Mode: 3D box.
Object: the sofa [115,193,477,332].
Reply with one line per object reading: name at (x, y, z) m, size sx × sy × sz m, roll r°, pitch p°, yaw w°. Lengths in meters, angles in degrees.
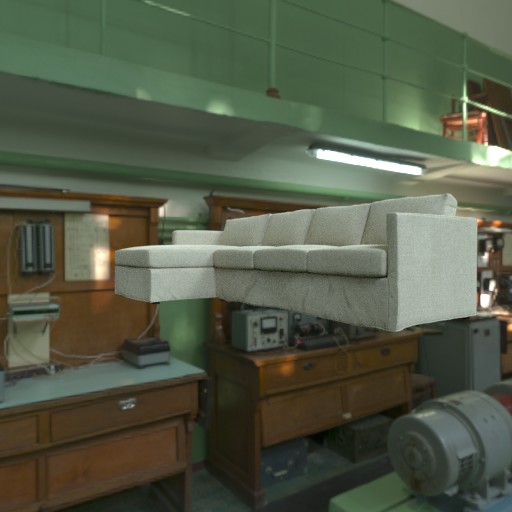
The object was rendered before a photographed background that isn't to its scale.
sofa at (0.000, 0.000, 3.997) m, size 1.650 × 0.922 × 3.205 m, roll -1°, pitch 1°, yaw -35°
